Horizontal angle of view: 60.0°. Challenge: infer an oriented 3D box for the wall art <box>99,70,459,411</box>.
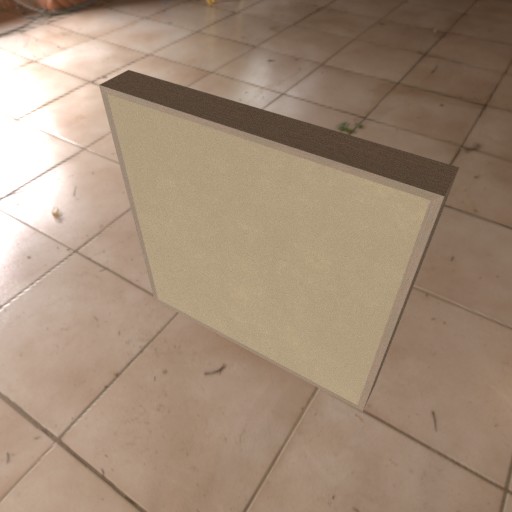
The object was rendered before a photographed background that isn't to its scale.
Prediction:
[{"bbox_3d":[0.000,0.000,0.457,0.304,0.303,0.038,24,50,22],"label":"wall art"}]
